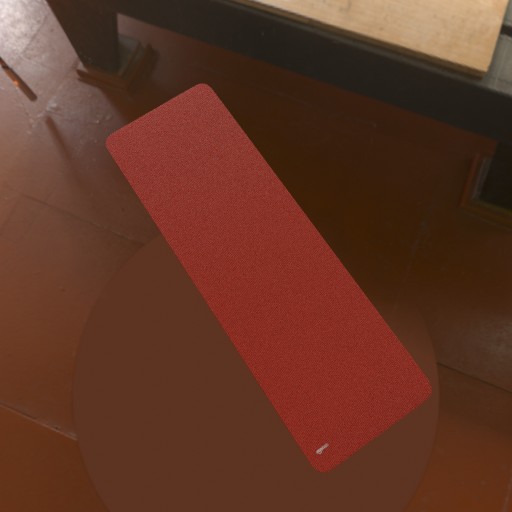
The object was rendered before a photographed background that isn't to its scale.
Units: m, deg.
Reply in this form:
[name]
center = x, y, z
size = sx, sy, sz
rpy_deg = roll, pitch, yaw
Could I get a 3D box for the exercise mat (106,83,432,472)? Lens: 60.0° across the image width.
[exercise mat]
center = 0.000, 0.000, 2.060
size = 0.616, 0.021, 1.869
rpy_deg = -33, 77, -8
